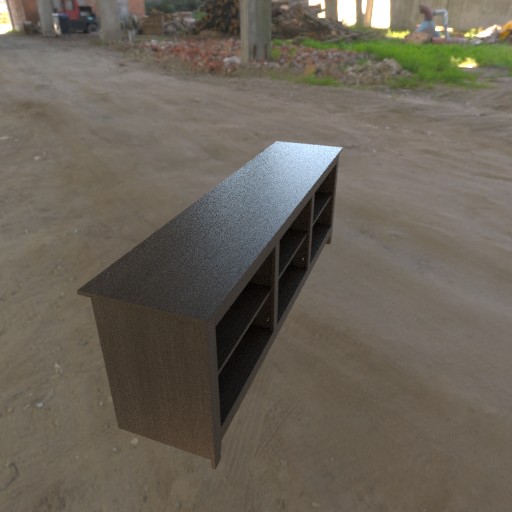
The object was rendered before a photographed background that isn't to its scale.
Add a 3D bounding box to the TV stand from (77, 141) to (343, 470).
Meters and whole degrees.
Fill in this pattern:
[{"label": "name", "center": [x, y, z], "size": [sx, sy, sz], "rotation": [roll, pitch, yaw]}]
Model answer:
[{"label": "TV stand", "center": [0.000, 0.000, 2.060], "size": [0.406, 0.610, 1.778], "rotation": [10, 30, 18]}]
